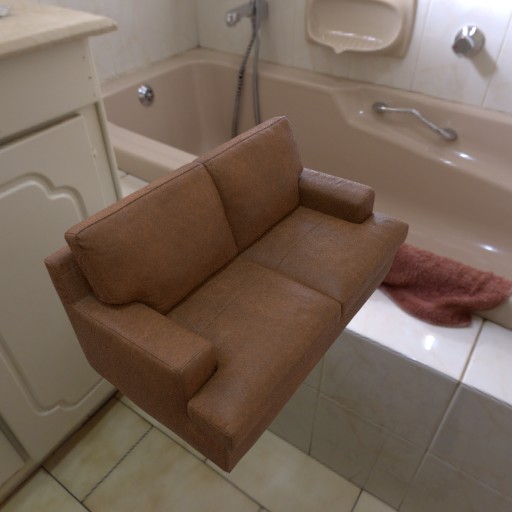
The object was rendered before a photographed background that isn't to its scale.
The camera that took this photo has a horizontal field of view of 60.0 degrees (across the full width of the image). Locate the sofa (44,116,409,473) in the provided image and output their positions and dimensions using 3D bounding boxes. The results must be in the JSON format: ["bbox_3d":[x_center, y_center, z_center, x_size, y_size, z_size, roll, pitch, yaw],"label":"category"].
[{"bbox_3d":[0.000,0.000,2.524,1.144,0.966,1.880,26,46,28],"label":"sofa"}]
